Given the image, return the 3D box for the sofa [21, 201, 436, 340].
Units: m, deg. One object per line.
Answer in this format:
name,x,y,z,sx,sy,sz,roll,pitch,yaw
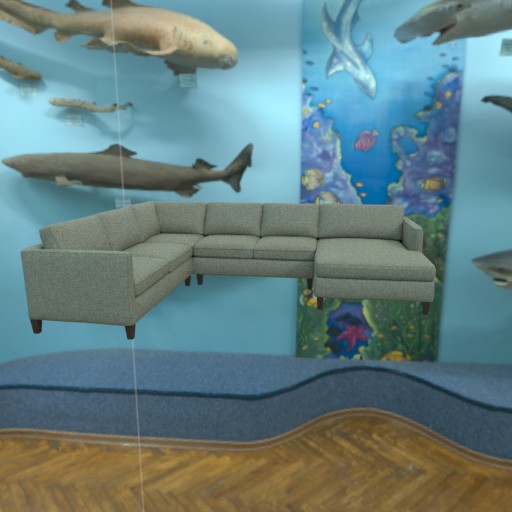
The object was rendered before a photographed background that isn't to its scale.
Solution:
sofa,0.000,0.000,4.478,3.403,0.889,2.551,2,13,8
